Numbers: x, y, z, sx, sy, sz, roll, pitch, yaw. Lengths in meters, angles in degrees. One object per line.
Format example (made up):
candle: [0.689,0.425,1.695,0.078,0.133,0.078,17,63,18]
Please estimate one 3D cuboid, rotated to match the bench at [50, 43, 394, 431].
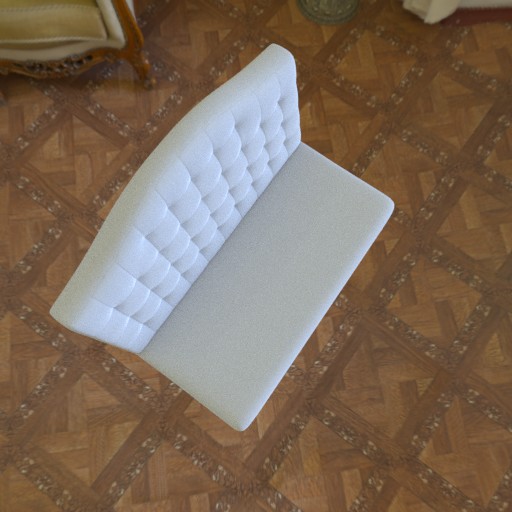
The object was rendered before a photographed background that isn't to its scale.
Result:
bench: [0.000,0.000,1.991,0.815,1.180,1.335,35,78,8]
